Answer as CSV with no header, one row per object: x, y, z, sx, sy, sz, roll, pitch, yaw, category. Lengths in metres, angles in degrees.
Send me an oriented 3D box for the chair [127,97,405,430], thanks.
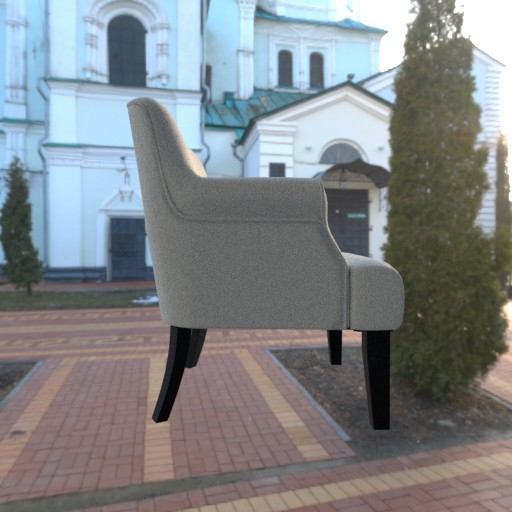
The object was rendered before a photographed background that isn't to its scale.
0.000,0.000,1.459,0.750,0.875,0.781,0,1,0,chair
